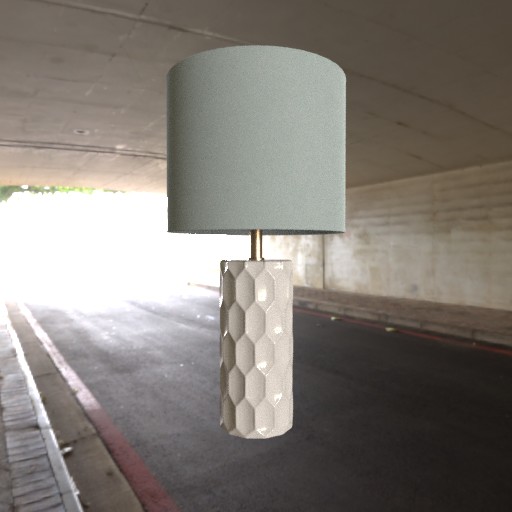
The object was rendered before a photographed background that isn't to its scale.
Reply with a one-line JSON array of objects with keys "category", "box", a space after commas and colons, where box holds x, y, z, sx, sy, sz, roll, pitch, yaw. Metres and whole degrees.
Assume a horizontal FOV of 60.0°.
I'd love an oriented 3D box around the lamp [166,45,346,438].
[{"category": "lamp", "box": [0.000, 0.000, 0.699, 0.277, 0.534, 0.277, 0, 1, 1]}]
